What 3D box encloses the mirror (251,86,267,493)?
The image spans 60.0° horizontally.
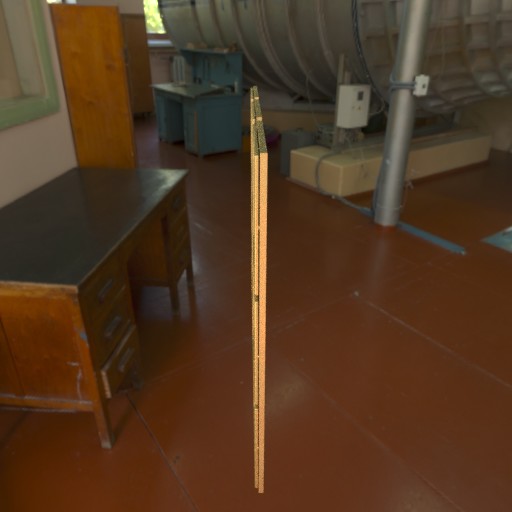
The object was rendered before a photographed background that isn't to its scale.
[{"bbox_3d":[0.000,0.000,1.441,0.023,0.926,1.011,0,27,-1],"label":"mirror"}]
